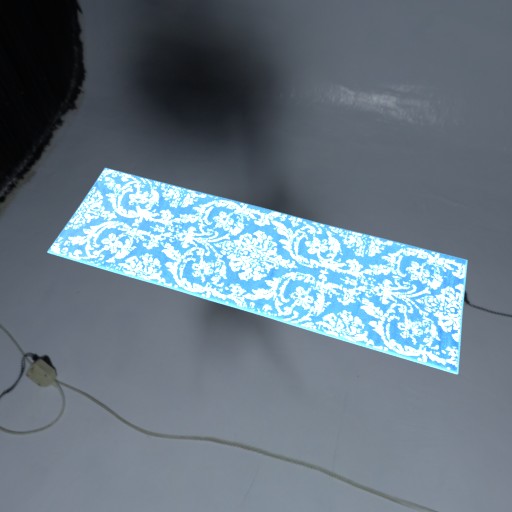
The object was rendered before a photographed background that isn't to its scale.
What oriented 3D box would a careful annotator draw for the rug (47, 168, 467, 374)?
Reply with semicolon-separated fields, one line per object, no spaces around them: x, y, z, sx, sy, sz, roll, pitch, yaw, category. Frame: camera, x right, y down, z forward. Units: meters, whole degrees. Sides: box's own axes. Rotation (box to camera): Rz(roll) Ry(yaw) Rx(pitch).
0.000;0.000;2.416;2.196;0.011;0.662;15;59;10;rug
